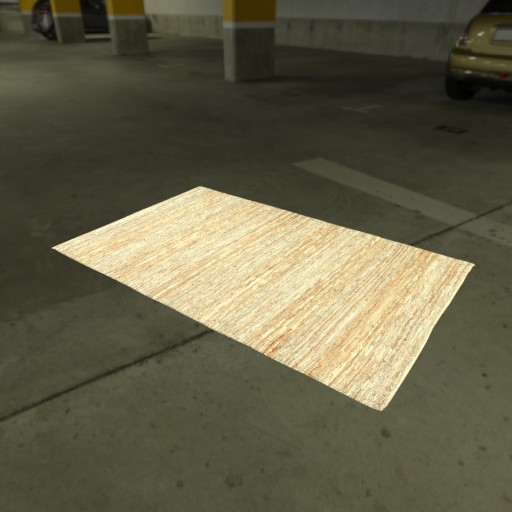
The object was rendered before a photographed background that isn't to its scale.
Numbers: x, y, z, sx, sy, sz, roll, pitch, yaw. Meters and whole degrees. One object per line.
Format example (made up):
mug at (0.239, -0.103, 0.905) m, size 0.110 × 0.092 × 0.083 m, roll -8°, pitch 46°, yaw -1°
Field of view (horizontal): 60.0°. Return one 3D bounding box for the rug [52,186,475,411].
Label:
rug at (0.000, 0.000, 3.007) m, size 2.446 × 0.009 × 1.529 m, roll 20°, pitch 35°, yaw 31°
